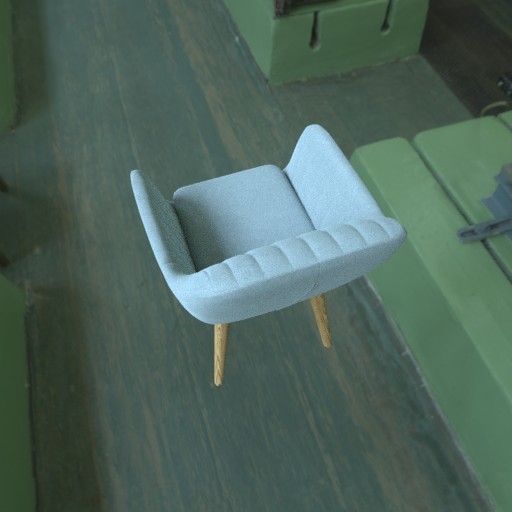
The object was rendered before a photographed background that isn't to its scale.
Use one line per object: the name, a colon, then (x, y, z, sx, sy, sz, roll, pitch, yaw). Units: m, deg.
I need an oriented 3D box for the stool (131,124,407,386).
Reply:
stool: (0.000, 0.000, 1.181, 0.503, 0.830, 0.590, -17, 60, -10)
